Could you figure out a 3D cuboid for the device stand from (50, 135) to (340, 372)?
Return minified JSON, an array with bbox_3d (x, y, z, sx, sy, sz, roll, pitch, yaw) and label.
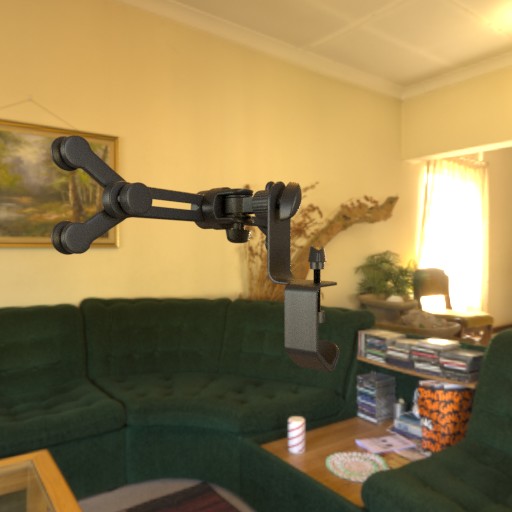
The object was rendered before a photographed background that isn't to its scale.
[{"bbox_3d":[0.000,0.000,0.363,0.142,0.166,0.270,1,1,37],"label":"device stand"}]
